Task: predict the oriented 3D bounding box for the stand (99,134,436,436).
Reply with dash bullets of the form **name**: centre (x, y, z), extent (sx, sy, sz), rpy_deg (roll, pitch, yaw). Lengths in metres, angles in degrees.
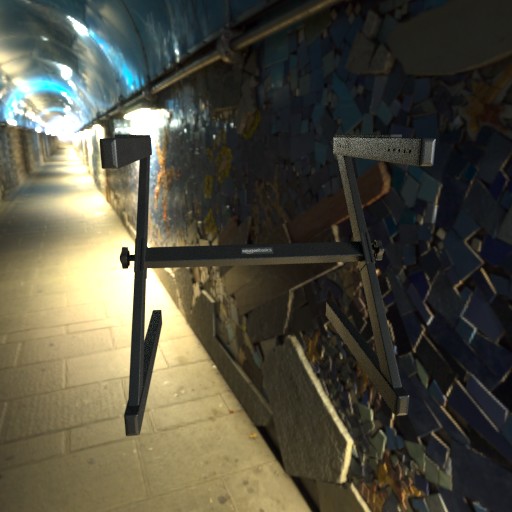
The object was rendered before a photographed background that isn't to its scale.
- **stand**: centre (0.000, 0.000, 1.167), extent (0.700, 0.617, 0.586), rpy_deg (-2, 15, -7)
